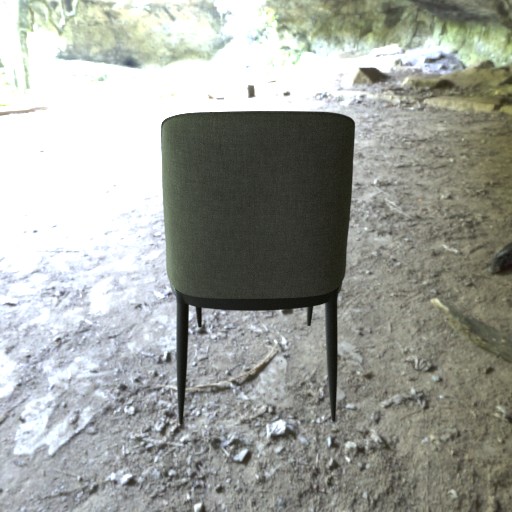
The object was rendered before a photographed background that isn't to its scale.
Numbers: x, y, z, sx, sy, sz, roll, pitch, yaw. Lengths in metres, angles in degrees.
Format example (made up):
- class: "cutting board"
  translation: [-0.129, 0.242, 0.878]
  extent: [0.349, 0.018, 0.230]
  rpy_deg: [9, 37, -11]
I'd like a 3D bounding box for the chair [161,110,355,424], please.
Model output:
- class: "chair"
  translation: [0.000, 0.000, 1.209]
  extent: [0.488, 0.855, 0.550]
  rpy_deg: [-1, 28, -1]
